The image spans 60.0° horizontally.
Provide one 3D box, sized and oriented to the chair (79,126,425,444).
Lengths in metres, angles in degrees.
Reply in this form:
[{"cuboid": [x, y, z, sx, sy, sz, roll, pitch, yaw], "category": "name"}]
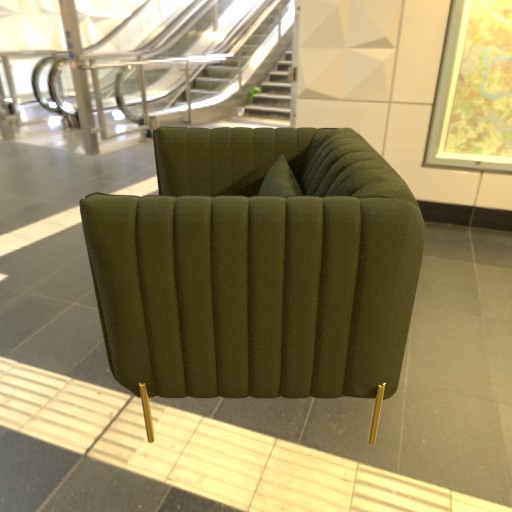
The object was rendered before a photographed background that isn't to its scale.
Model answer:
[{"cuboid": [0.000, 0.000, 1.640, 0.877, 0.794, 1.032, 0, 27, 0], "category": "chair"}]
